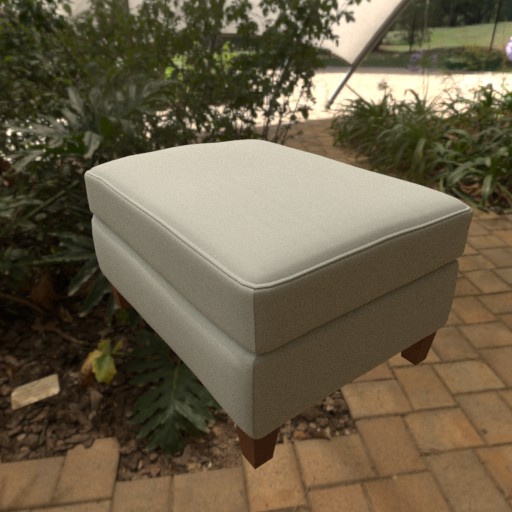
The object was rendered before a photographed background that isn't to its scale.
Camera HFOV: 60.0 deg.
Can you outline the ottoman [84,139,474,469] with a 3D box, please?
[{"bbox_3d":[0.000,0.000,1.182,0.634,0.496,0.818,-19,32,-32],"label":"ottoman"}]
